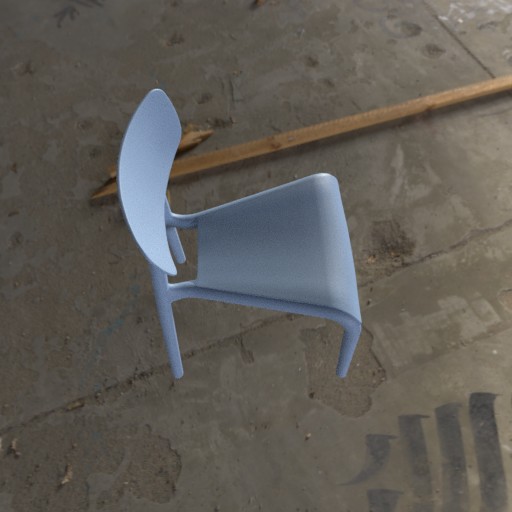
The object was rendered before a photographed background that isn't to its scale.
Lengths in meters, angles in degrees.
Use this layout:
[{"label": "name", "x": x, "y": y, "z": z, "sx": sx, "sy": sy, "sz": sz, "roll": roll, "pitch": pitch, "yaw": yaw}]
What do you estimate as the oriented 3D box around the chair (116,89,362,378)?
[{"label": "chair", "x": 0.000, "y": 0.000, "z": 0.842, "sx": 0.401, "sy": 0.580, "sz": 0.356, "roll": -3, "pitch": 63, "yaw": -1}]
